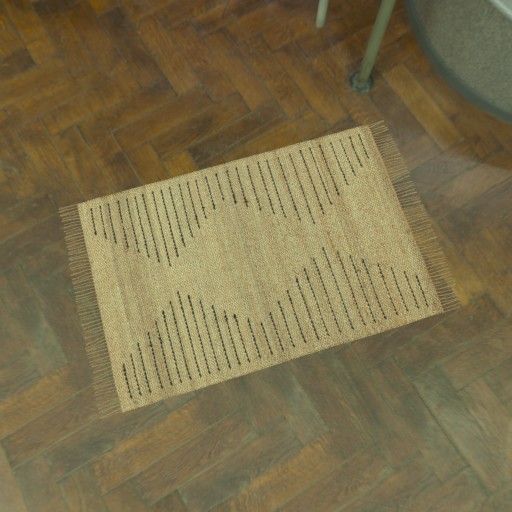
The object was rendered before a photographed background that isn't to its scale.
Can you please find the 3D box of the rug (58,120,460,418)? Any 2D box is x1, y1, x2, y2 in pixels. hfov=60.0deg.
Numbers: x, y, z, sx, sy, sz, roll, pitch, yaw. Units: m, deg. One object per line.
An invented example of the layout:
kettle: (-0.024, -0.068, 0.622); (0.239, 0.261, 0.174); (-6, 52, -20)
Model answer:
rug: (0.000, 0.000, 2.539); (2.085, 0.027, 1.224); (-16, 76, -4)
